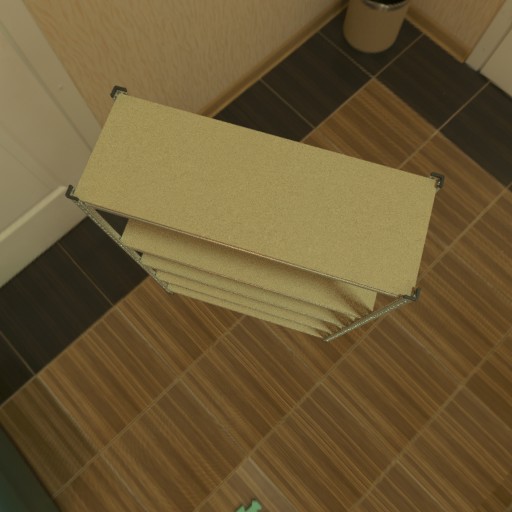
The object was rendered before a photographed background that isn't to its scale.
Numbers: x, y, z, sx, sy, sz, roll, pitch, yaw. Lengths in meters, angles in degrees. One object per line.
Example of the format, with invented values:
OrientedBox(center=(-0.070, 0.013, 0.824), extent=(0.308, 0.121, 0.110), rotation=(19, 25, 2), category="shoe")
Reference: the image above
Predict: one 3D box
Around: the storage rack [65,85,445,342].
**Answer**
OrientedBox(center=(0.000, 0.000, 2.391), extent=(1.219, 1.829, 0.457), rotation=(17, 75, 4), category="storage rack")
